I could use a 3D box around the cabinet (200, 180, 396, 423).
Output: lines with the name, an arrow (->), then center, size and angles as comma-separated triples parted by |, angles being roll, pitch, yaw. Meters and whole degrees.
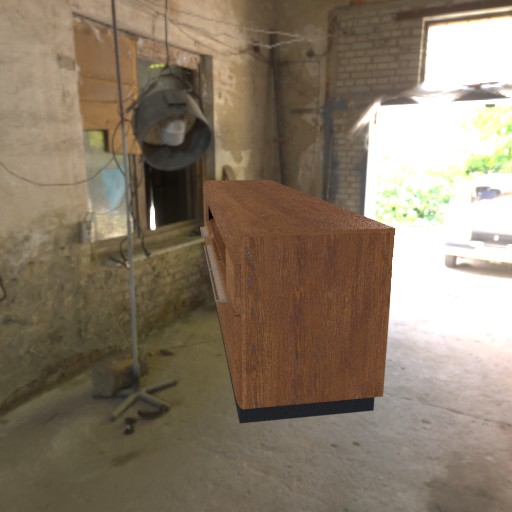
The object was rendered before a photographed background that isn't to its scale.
cabinet -> 0.000, 0.000, 1.850 | 0.419, 0.510, 1.600 | -2, 14, -9
